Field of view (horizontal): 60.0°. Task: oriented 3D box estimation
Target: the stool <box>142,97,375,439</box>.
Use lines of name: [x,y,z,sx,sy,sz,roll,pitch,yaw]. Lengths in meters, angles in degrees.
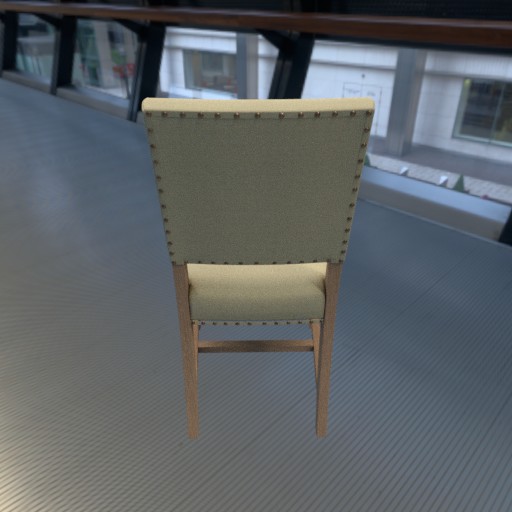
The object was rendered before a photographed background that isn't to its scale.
stool: [0.000,0.000,1.309,0.508,0.986,0.623,-1,29,-1]
